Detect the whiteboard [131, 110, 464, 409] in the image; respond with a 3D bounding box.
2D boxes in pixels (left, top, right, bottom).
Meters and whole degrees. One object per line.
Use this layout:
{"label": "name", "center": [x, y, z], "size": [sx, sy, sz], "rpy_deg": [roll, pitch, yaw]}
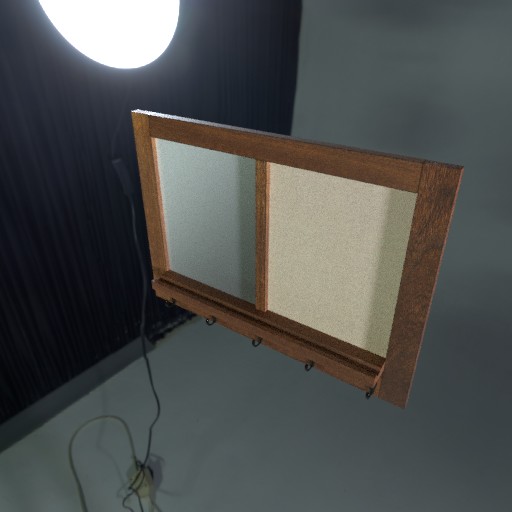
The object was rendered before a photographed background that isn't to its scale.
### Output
{"label": "whiteboard", "center": [0.000, 0.000, 1.037], "size": [0.783, 0.559, 0.083], "rpy_deg": [19, 35, 30]}
